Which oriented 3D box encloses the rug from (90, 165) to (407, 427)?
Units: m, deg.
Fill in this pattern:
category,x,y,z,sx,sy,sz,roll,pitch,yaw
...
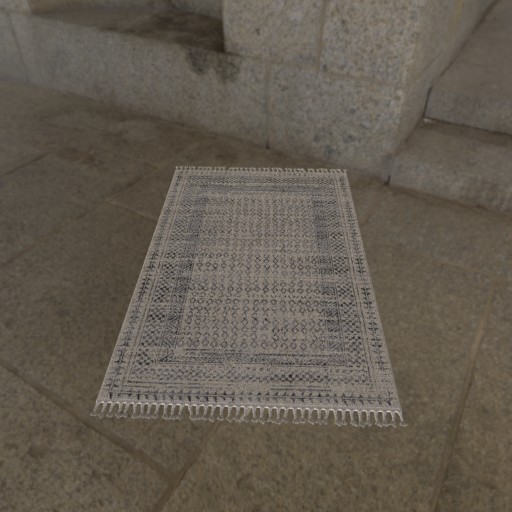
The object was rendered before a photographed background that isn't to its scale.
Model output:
category,x,y,z,sx,sy,sz,roll,pitch,yaw
rug,0.000,0.000,3.078,1.548,0.013,2.486,1,41,2
